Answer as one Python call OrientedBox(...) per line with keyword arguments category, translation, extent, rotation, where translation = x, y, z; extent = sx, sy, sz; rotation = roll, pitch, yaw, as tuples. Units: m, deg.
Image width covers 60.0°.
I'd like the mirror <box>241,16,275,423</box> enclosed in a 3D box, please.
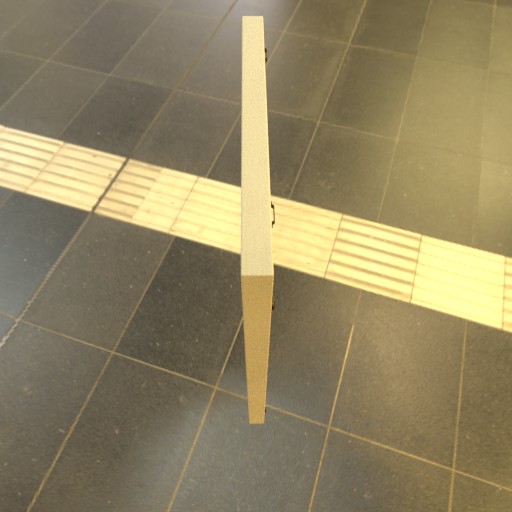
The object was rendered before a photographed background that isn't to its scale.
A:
OrientedBox(category="mirror", translation=(0.000, 0.000, 0.910), extent=(0.040, 0.710, 0.507), rotation=(-1, 57, 0))
